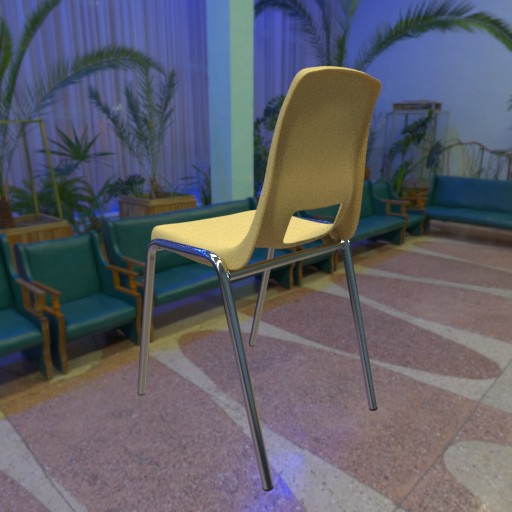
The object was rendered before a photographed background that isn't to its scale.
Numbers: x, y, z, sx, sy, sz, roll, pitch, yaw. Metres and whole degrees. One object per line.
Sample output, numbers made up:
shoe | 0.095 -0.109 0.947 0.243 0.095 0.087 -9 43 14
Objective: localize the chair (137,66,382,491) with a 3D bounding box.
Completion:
chair | 0.000 0.000 0.941 0.381 0.704 0.436 -14 21 -41
